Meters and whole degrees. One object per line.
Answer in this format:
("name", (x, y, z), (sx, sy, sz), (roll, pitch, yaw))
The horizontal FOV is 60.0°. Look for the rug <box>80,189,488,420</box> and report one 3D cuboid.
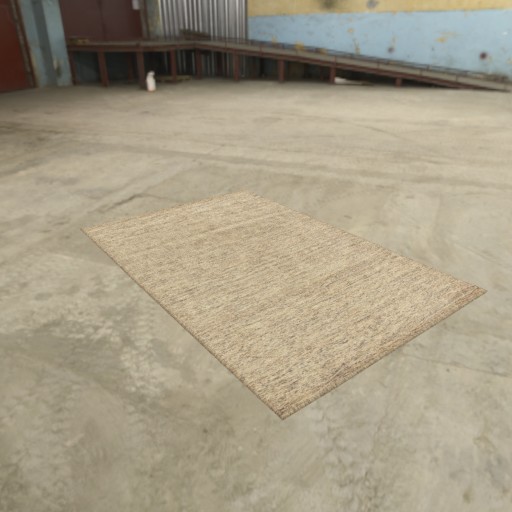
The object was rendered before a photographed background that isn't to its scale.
("rug", (0.000, 0.000, 2.294), (1.211, 0.018, 1.822), (-19, 33, -33))
